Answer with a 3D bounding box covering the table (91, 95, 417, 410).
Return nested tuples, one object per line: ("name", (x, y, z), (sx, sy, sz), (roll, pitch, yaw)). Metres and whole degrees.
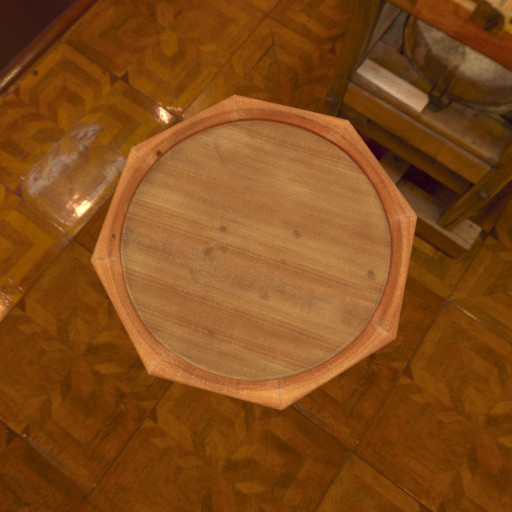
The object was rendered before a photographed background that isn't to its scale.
("table", (0.000, 0.000, 1.557), (1.002, 0.444, 1.002), (0, 75, 0))
